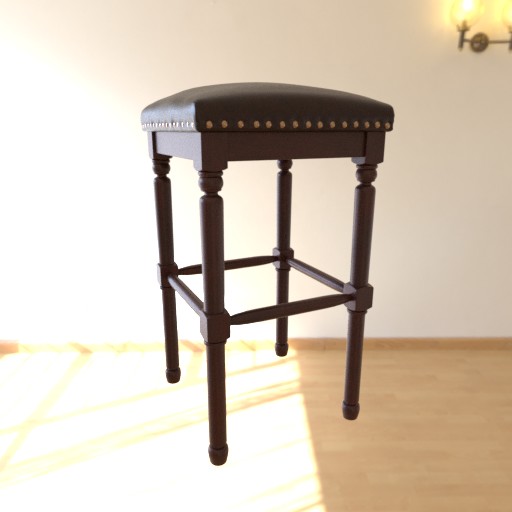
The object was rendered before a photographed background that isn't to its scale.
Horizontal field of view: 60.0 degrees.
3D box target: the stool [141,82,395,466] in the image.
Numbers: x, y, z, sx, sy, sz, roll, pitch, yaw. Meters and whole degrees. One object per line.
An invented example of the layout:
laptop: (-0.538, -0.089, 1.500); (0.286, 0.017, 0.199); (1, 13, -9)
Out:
stool: (0.000, 0.000, 0.964); (0.383, 0.702, 0.382); (-8, 18, -25)
